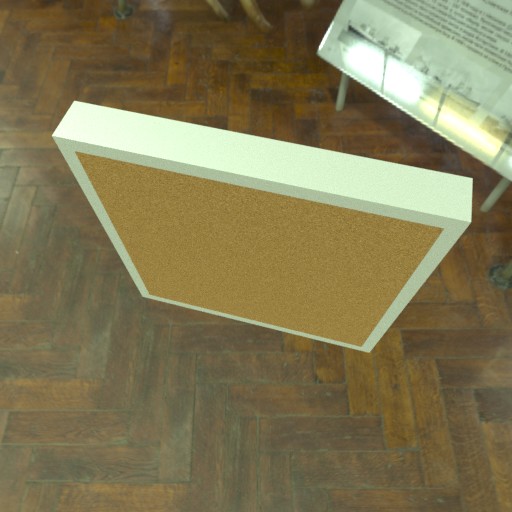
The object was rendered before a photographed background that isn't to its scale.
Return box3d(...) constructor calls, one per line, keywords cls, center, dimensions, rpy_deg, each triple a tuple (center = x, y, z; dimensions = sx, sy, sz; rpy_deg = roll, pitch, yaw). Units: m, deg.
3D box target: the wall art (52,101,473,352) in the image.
box3d(cls="wall art", center=(0.000, 0.000, 0.453), dimensions=(0.305, 0.302, 0.038), rpy_deg=(13, 62, 7))
